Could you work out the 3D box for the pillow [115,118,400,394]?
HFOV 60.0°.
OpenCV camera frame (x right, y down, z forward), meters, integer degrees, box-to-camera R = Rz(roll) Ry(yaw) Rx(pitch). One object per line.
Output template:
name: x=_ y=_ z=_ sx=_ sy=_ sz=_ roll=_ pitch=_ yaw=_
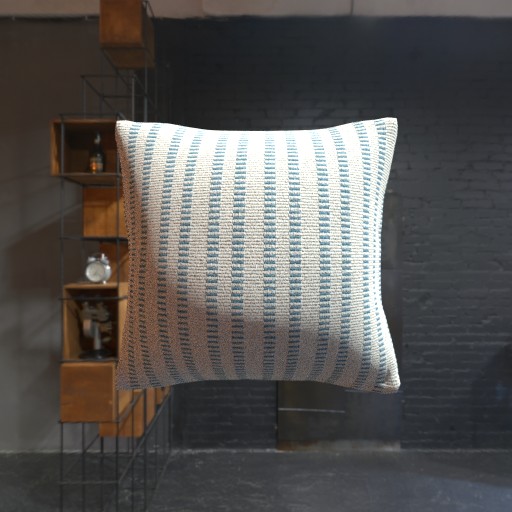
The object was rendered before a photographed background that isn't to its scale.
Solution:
pillow: x=0.000 y=0.000 z=0.680 sx=0.438 sy=0.419 sz=0.247 roll=0 pitch=0 yaw=1
